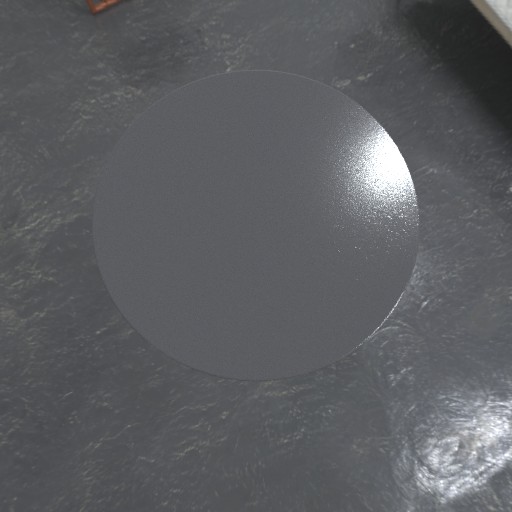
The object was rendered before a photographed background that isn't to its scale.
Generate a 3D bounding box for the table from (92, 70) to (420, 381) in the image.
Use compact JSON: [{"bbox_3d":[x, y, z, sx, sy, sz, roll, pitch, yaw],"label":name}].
[{"bbox_3d":[0.000,0.000,0.941,0.500,0.550,0.500,0,75,0],"label":"table"}]
